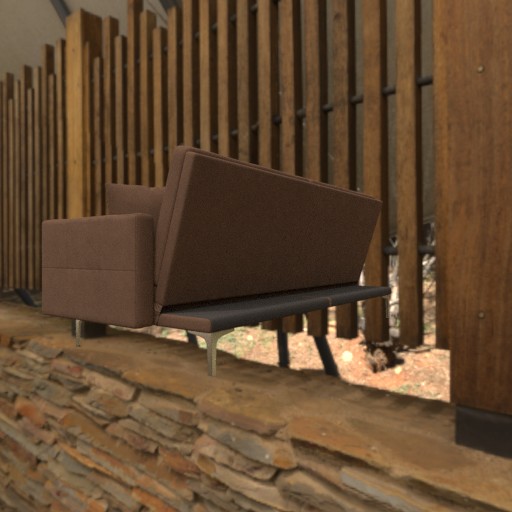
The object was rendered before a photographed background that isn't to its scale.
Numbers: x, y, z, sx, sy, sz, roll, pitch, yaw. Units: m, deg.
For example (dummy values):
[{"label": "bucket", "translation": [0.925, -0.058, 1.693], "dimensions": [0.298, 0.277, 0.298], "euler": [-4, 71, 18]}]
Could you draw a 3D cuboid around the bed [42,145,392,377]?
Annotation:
[{"label": "bed", "translation": [0.000, 0.000, 2.393], "dimensions": [0.889, 0.787, 1.905], "euler": [0, 1, 36]}]
